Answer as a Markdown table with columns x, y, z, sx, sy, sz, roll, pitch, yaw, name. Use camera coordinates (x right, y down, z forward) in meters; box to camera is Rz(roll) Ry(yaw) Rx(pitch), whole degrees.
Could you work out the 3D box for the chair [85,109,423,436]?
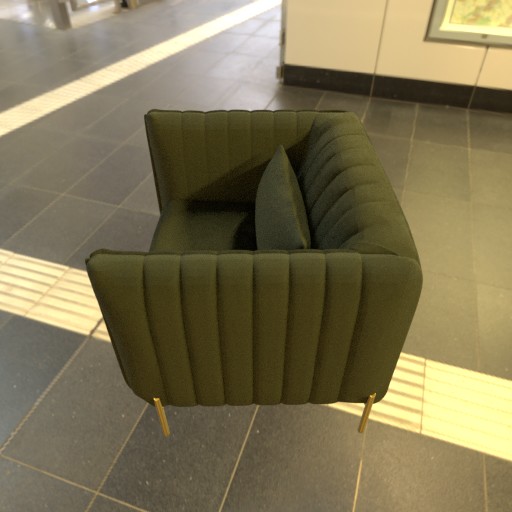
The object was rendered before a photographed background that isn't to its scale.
| x | y | z | sx | sy | sz | roll | pitch | yaw | name |
| --- | --- | --- | --- | --- | --- | --- | --- | --- | --- |
| 0.000 | 0.000 | 1.674 | 0.877 | 0.794 | 1.032 | -1 | 41 | -1 | chair |
